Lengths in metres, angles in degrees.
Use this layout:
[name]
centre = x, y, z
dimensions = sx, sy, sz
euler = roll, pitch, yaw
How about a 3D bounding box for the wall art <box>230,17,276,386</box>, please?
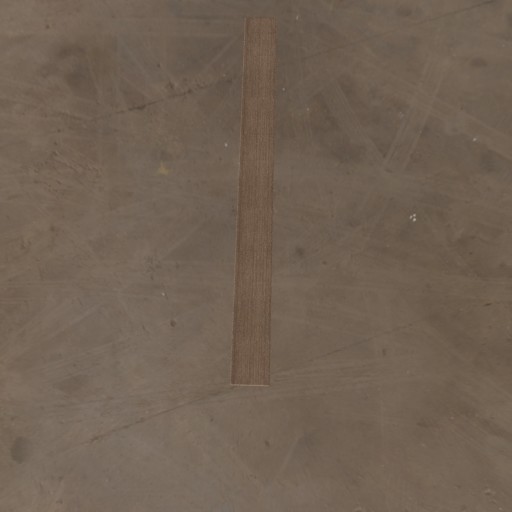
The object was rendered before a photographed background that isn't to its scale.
[wall art]
centre = 0.000, 0.000, 0.642
dimensions = 0.031, 0.509, 0.356
euler = 1, 74, 0
